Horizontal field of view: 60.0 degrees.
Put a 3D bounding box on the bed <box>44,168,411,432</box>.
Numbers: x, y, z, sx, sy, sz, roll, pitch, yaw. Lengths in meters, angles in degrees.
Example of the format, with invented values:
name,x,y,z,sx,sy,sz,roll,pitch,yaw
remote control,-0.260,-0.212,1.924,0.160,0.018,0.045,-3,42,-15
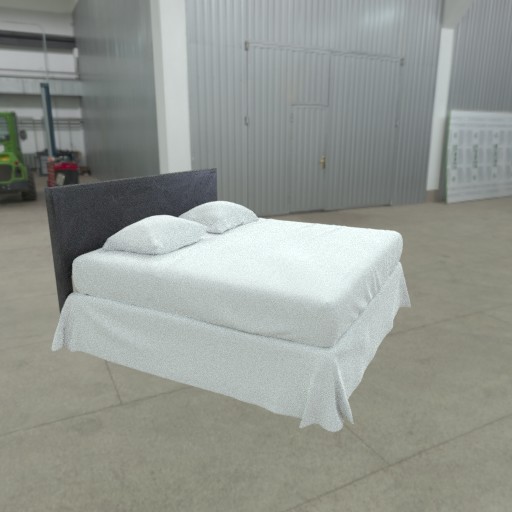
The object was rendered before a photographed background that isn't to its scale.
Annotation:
name,x,y,z,sx,sy,sz,roll,pitch,yaw
bed,0.000,0.000,3.484,2.165,1.158,2.255,8,17,27
